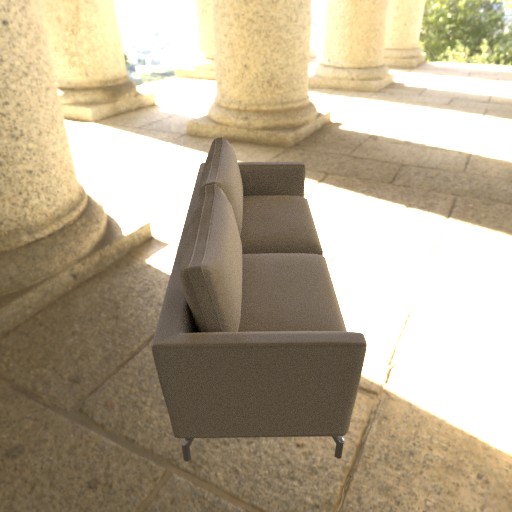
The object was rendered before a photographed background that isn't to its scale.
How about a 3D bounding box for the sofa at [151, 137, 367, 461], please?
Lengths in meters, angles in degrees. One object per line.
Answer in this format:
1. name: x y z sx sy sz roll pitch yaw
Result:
1. sofa: 0.000 0.000 2.790 0.868 1.005 2.214 -1 31 -1
